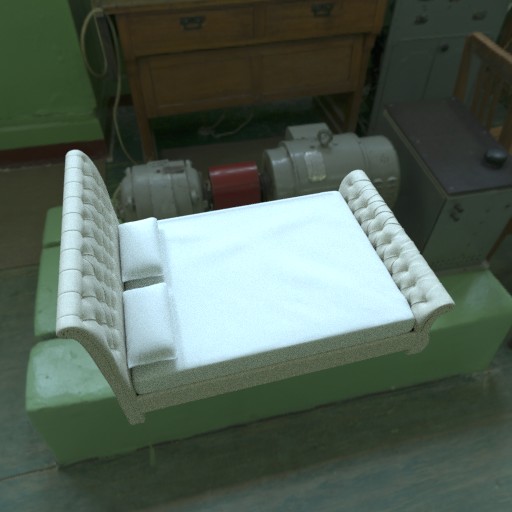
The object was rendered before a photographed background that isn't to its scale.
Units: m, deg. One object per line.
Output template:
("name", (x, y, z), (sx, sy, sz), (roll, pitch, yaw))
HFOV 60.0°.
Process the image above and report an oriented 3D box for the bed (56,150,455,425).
("bed", (0.000, 0.000, 3.394), (2.493, 1.268, 1.606), (-11, 48, -10))
